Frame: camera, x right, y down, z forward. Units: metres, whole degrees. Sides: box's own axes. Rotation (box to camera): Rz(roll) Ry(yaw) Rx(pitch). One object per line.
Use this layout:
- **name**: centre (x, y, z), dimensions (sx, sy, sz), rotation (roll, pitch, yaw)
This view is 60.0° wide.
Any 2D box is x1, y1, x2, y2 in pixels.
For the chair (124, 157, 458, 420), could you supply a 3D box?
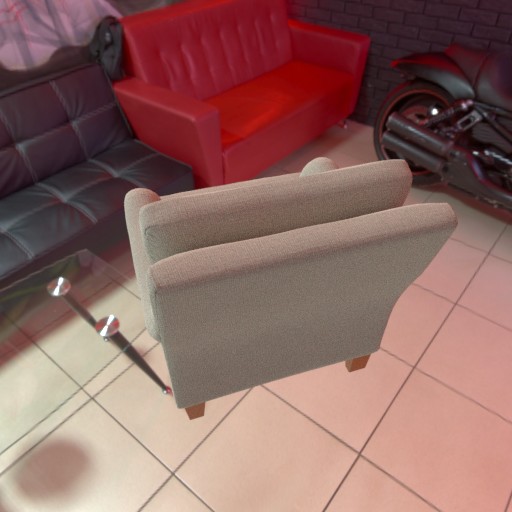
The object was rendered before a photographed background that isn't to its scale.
- **chair**: centre (0.000, 0.000, 1.821), dimensions (0.955, 1.038, 1.070), rotation (-12, 43, -14)
